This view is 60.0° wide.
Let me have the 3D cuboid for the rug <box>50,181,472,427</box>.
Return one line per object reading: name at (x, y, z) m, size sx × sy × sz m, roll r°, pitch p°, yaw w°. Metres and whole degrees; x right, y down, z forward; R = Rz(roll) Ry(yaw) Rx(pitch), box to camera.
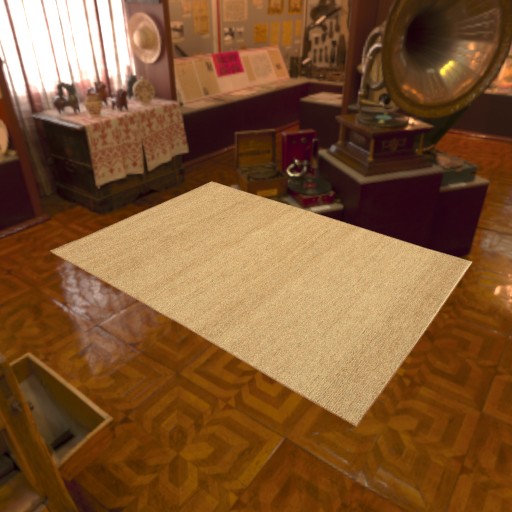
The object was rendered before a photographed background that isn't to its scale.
rug at (0.000, 0.000, 2.903) m, size 2.283 × 0.030 × 1.596 m, roll 22°, pitch 37°, yaw 32°
